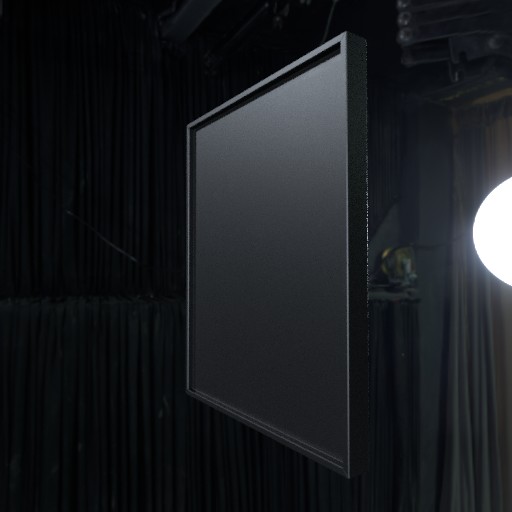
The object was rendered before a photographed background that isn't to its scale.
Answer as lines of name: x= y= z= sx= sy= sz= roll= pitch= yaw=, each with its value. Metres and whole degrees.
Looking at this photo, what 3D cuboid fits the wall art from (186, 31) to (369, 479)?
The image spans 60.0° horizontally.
wall art: x=0.000 y=0.000 z=0.743 sx=0.039 sy=0.555 sz=0.449 roll=1 pitch=-2 yaw=-35
